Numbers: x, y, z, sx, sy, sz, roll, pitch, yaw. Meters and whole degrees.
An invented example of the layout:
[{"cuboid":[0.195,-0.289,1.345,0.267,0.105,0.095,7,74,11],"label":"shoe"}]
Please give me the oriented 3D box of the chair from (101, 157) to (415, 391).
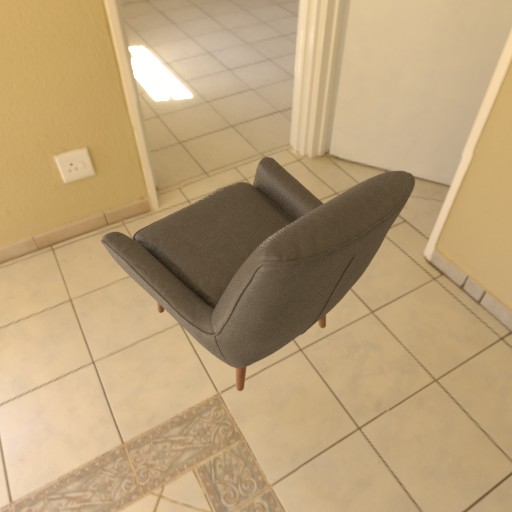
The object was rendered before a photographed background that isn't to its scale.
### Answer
[{"cuboid":[0.000,0.000,1.548,0.787,0.888,0.822,-31,54,-26],"label":"chair"}]
